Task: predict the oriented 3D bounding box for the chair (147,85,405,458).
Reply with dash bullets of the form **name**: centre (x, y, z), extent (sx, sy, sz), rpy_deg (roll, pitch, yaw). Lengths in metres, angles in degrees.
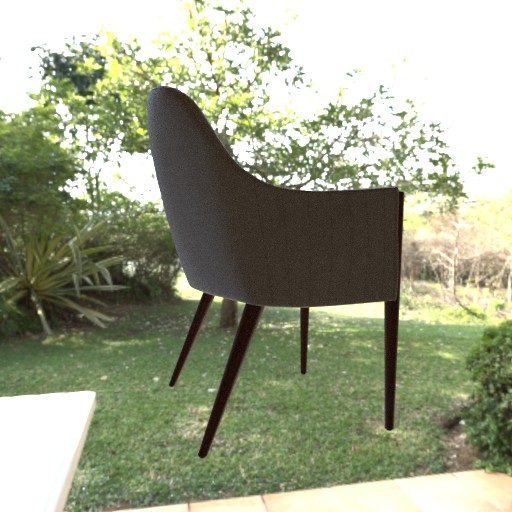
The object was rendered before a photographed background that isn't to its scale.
- **chair**: centre (0.000, 0.000, 1.304), extent (0.620, 0.889, 0.610), rpy_deg (0, 1, -18)
